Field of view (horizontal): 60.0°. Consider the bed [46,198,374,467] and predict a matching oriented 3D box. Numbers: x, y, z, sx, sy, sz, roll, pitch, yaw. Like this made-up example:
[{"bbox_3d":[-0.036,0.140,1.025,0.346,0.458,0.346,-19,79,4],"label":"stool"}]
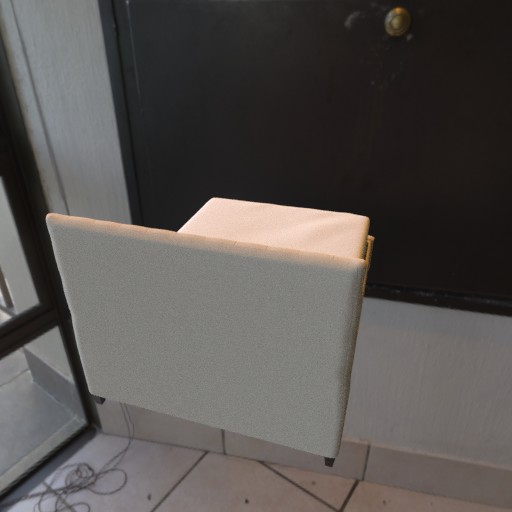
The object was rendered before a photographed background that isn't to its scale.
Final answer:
[{"bbox_3d":[0.000,0.000,3.391,1.696,1.426,2.233,9,31,15],"label":"bed"}]
